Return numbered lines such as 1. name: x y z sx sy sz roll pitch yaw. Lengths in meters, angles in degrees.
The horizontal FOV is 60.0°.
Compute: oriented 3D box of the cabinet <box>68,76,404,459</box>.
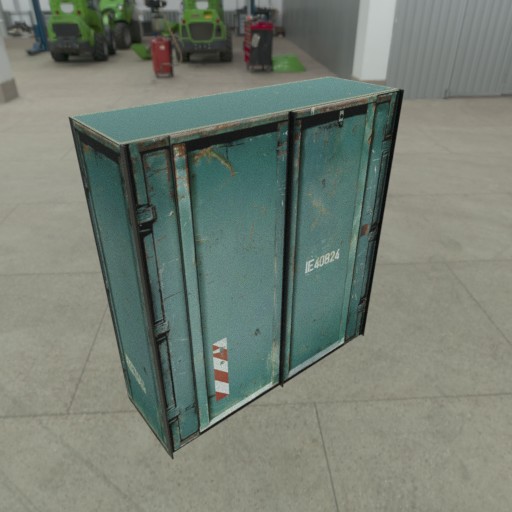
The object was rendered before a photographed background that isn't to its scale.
1. cabinet: 0.000 0.000 3.211 2.000 2.160 0.680 -23 38 -32
